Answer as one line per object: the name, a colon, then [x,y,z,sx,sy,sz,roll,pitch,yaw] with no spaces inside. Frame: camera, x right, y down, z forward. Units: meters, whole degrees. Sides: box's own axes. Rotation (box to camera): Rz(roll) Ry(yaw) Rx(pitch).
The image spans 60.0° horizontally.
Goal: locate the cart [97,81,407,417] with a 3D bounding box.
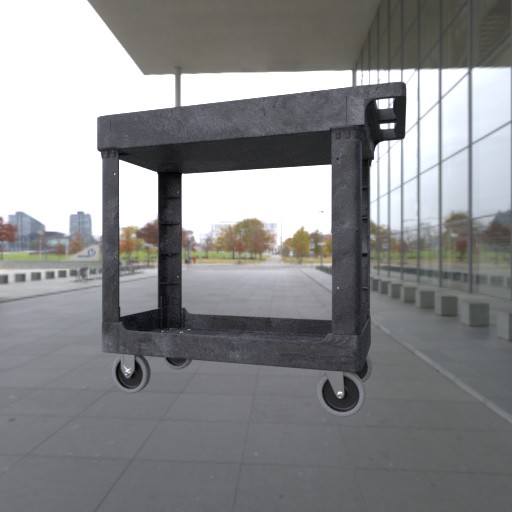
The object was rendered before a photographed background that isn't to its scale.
cart: [0.000,0.000,1.369,0.877,0.824,0.420,0,0,18]
